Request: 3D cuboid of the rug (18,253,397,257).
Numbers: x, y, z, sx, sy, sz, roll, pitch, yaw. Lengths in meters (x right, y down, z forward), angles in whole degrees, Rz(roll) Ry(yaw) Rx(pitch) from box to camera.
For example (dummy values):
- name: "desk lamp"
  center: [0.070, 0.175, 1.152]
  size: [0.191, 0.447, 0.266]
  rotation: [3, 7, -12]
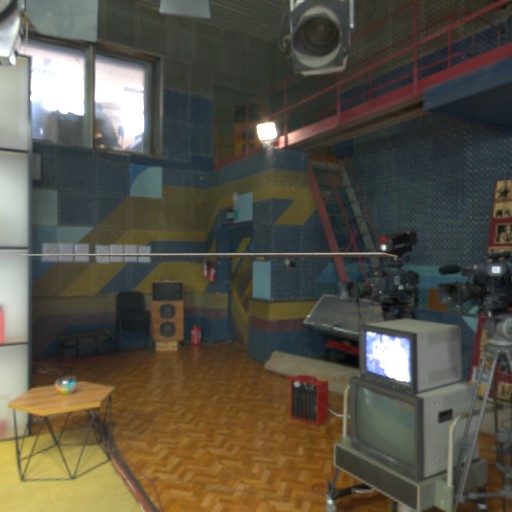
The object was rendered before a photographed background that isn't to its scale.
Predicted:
- name: "rug"
  center: [0.000, 0.000, 4.092]
  size: [2.440, 0.008, 3.036]
  rotation: [0, 0, 19]
